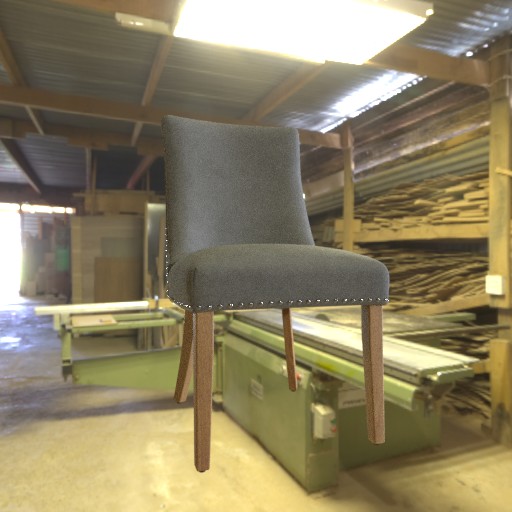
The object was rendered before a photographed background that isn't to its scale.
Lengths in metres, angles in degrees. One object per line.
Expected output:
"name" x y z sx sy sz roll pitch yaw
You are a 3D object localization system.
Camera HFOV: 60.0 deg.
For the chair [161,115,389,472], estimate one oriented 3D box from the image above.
"chair" 0.000 0.000 1.258 0.495 0.902 0.610 0 0 -18
